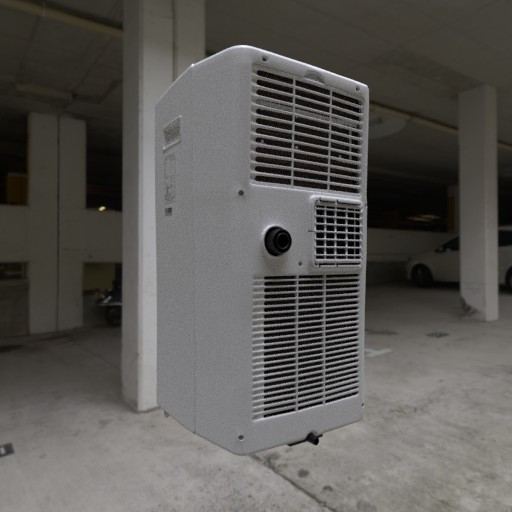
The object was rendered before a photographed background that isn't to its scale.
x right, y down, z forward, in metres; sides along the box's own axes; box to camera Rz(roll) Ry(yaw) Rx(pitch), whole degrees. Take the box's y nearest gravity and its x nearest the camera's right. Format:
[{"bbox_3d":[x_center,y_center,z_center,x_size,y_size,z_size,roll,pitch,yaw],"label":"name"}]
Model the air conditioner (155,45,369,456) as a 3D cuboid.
[{"bbox_3d":[0.000,0.000,0.814,0.304,0.606,0.349,0,-1,-35],"label":"air conditioner"}]
